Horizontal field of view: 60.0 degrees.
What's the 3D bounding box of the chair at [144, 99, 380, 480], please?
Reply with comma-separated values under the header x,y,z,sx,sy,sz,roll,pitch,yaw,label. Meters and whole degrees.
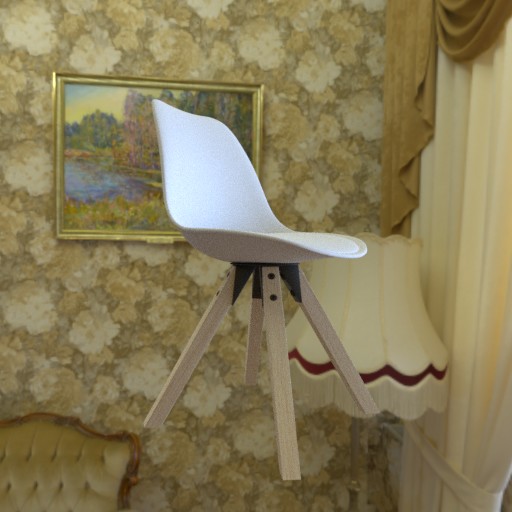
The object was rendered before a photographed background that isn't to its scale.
x,y,z,sx,sy,sz,roll,pitch,yaw,label
0.000,0.000,1.158,0.550,0.850,0.485,1,2,36,chair
